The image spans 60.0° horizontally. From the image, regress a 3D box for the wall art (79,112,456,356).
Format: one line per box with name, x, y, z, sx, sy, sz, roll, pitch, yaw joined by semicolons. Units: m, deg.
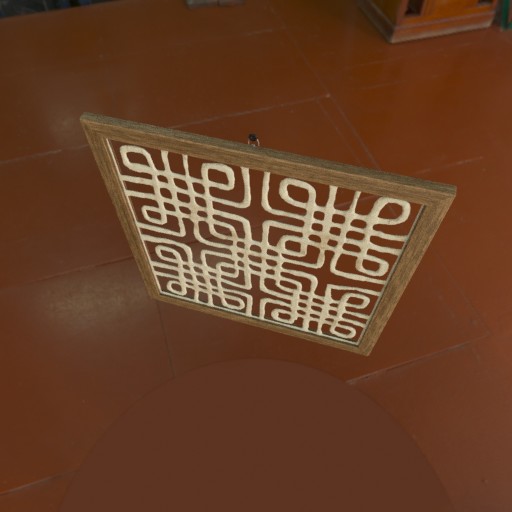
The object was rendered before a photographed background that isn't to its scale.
wall art;0.000;0.000;0.861;0.561;0.582;0.021;14;56;9
